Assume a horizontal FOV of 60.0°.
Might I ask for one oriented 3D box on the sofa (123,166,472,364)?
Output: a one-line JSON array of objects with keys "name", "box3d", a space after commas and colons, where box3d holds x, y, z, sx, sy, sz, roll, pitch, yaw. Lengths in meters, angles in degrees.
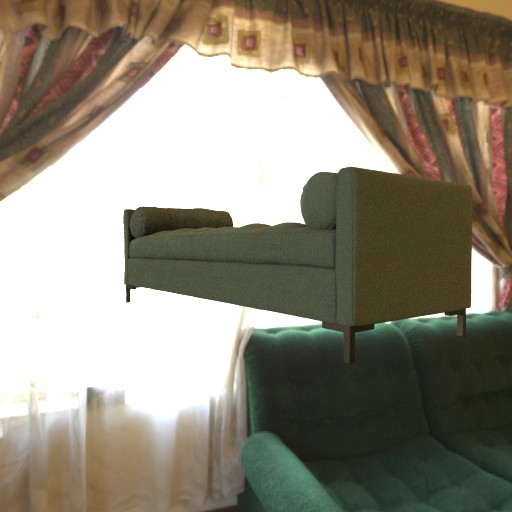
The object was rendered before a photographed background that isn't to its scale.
[{"name": "sofa", "box3d": [0.000, 0.000, 2.518, 0.817, 0.681, 2.130, -1, 1, -37]}]
